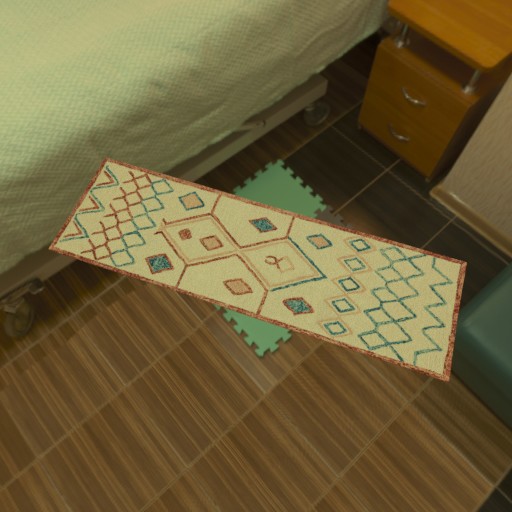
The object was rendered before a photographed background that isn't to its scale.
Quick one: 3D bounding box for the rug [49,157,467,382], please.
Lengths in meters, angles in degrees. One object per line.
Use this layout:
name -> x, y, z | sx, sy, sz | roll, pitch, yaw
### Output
rug -> 0.000, 0.000, 2.696 | 2.435, 0.011, 0.750 | 17, 65, 8
